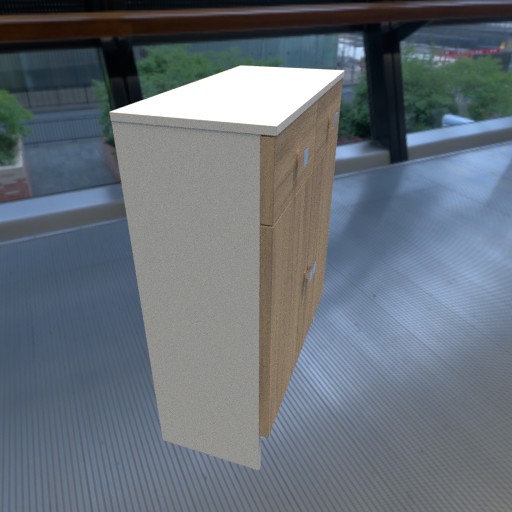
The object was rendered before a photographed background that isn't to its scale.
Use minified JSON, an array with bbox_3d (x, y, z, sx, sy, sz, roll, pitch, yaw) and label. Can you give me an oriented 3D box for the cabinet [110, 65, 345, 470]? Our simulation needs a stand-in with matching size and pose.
[{"bbox_3d":[0.000,0.000,1.127,0.296,0.815,0.600,10,32,16],"label":"cabinet"}]
